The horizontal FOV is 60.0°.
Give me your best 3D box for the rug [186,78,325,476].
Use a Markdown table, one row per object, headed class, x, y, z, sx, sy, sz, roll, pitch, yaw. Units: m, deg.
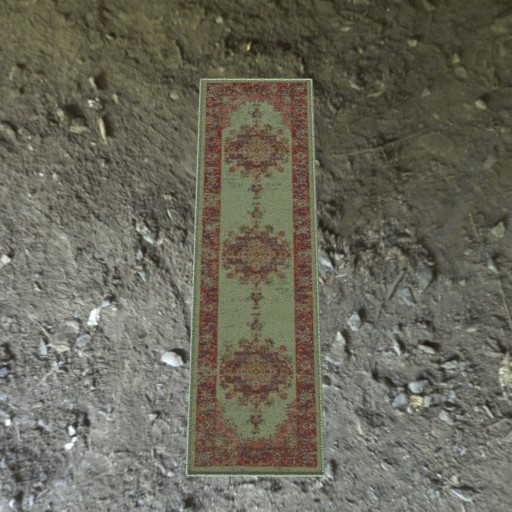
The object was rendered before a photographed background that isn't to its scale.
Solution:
| class | x | y | z | sx | sy | sz | roll | pitch | yaw |
| --- | --- | --- | --- | --- | --- | --- | --- | --- | --- |
| rug | 0.000 | 0.000 | 1.996 | 0.562 | 0.009 | 1.824 | 0 | 77 | 0 |
